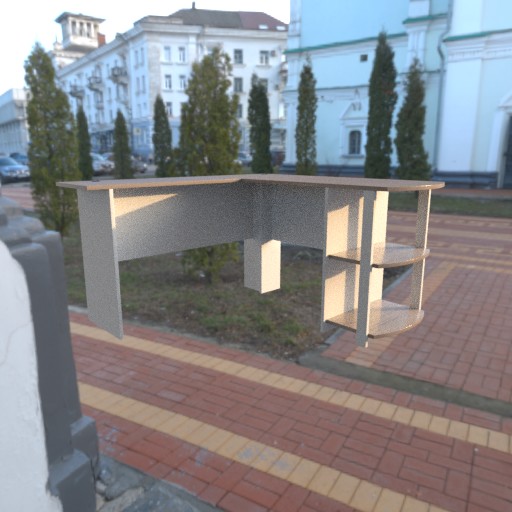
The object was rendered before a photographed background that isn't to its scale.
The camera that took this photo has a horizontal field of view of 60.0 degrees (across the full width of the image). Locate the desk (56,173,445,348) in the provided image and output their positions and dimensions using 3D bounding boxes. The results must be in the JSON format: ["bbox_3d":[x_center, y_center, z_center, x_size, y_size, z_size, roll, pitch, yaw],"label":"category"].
[{"bbox_3d":[0.000,0.000,2.153,1.361,0.716,1.303,-12,17,-42],"label":"desk"}]
